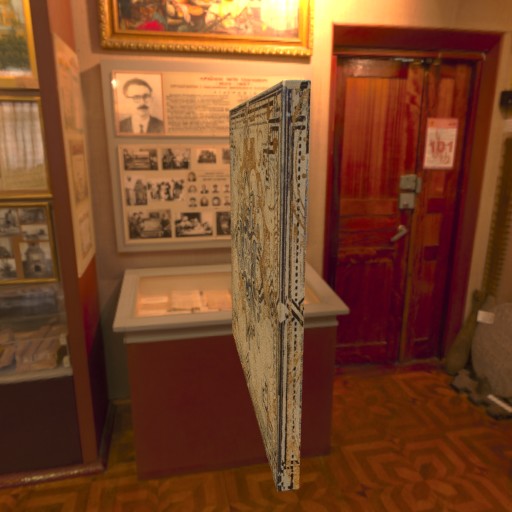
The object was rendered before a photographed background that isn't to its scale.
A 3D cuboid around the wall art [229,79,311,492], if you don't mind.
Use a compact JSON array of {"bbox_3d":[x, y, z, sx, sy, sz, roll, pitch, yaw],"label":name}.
[{"bbox_3d":[0.000,0.000,0.910,0.036,0.607,0.609,-2,15,-9],"label":"wall art"}]
